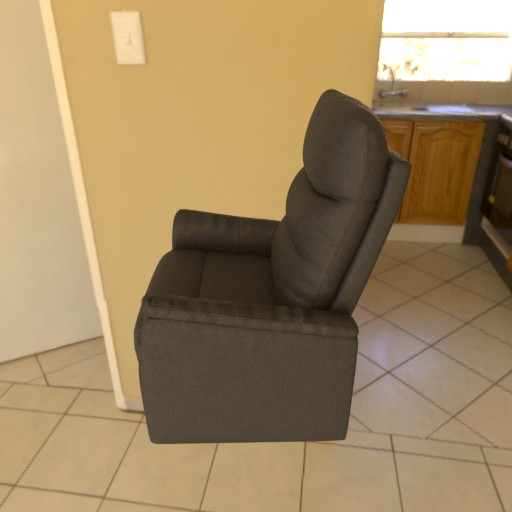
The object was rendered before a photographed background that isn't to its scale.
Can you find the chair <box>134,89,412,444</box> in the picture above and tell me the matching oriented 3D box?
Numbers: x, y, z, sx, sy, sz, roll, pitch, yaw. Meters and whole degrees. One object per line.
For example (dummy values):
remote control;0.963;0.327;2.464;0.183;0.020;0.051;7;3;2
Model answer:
chair;0.000;0.000;1.590;0.831;1.082;0.775;-1;26;-1
